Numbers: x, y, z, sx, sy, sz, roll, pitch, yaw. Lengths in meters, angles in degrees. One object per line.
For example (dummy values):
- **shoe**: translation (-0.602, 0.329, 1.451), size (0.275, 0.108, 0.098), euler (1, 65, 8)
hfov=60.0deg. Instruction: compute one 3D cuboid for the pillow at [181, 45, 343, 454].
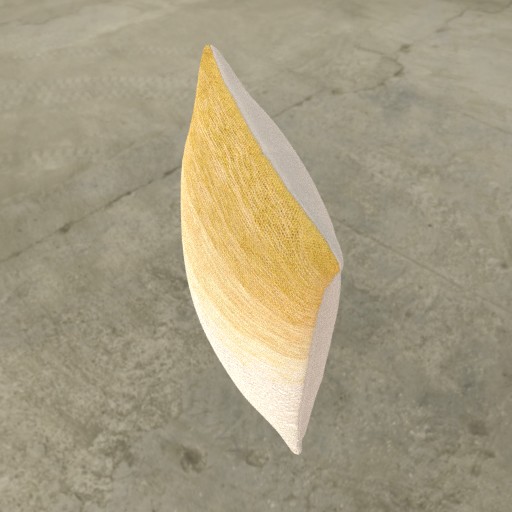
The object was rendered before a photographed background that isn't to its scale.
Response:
- **pillow**: translation (0.000, 0.000, 0.665), size (0.211, 0.450, 0.450), euler (-13, 49, -12)
